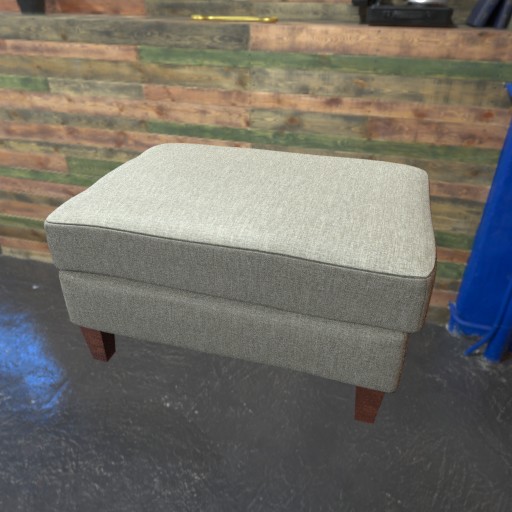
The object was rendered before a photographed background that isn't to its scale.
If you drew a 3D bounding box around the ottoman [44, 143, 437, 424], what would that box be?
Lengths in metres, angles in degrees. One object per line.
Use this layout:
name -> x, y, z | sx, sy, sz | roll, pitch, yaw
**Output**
ottoman -> 0.000, 0.000, 1.246 | 0.873, 0.494, 0.639 | 9, 33, 14
